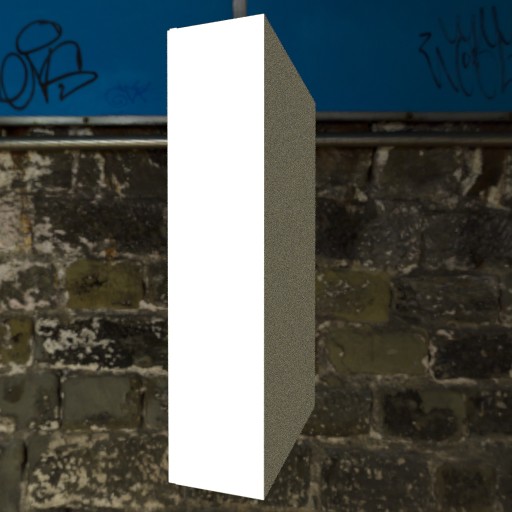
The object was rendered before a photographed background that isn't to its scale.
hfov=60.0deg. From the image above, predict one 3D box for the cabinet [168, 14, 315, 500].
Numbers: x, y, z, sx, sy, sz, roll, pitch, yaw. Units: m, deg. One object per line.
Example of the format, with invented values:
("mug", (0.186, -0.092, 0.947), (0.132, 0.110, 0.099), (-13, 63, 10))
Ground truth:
("cabinet", (0.000, 0.000, 2.630), (0.480, 2.160, 1.250), (0, 1, 18))
